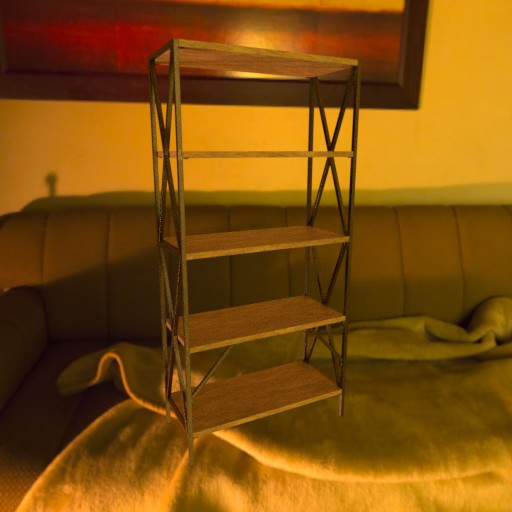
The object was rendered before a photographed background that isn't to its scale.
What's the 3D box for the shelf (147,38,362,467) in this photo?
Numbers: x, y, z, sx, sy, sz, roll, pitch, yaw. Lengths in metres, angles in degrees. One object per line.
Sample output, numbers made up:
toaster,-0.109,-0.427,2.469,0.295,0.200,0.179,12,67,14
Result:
shelf,0.000,0.000,2.179,0.874,1.803,0.386,-7,15,-26
